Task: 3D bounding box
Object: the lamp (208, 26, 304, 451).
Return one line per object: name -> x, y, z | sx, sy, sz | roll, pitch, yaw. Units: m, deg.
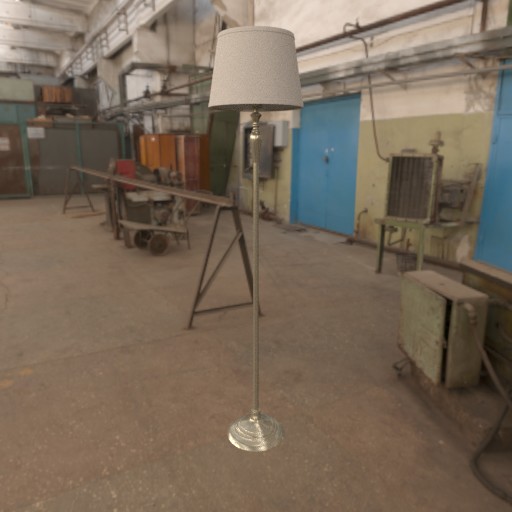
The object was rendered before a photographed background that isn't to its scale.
lamp -> 0.000, 0.000, 1.653 | 0.327, 1.506, 0.327 | -7, 16, -27
